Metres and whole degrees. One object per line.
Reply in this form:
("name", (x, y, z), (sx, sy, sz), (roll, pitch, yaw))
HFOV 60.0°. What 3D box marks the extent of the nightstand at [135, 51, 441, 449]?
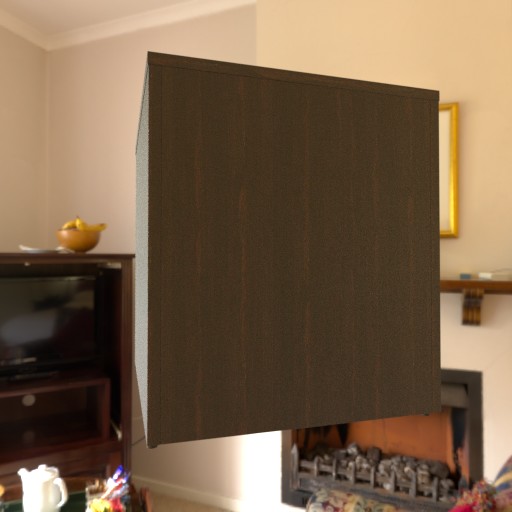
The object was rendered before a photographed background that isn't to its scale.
("nightstand", (0.000, 0.000, 0.782), (0.400, 0.460, 0.461), (0, -1, -17))
